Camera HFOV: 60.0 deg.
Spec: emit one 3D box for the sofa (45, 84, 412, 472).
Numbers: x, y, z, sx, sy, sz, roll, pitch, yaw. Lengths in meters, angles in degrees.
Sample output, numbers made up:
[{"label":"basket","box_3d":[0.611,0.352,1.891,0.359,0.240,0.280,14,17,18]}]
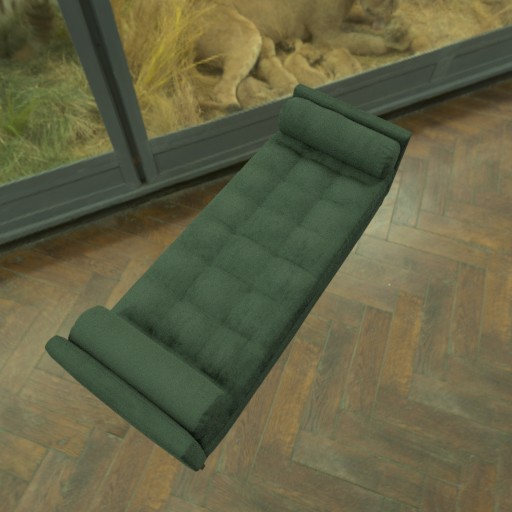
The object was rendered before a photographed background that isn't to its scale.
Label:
[{"label":"sofa","box_3d":[0.000,0.000,2.488,0.817,0.681,2.130,30,63,17]}]
